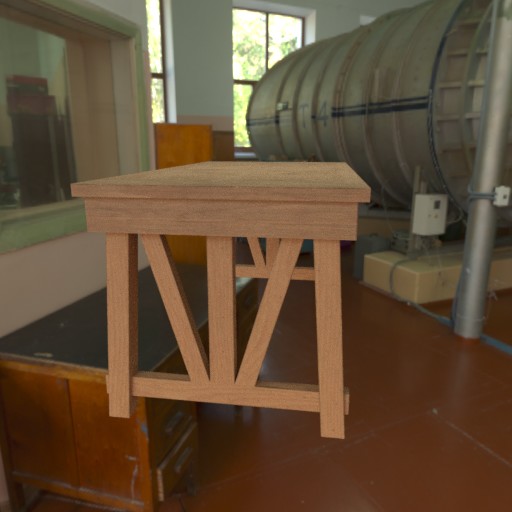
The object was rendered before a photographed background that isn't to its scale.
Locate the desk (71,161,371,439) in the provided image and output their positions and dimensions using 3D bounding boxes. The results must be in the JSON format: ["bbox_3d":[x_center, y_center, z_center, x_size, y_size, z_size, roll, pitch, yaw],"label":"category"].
[{"bbox_3d":[0.000,0.000,1.983,0.813,0.762,1.499,2,15,8],"label":"desk"}]
